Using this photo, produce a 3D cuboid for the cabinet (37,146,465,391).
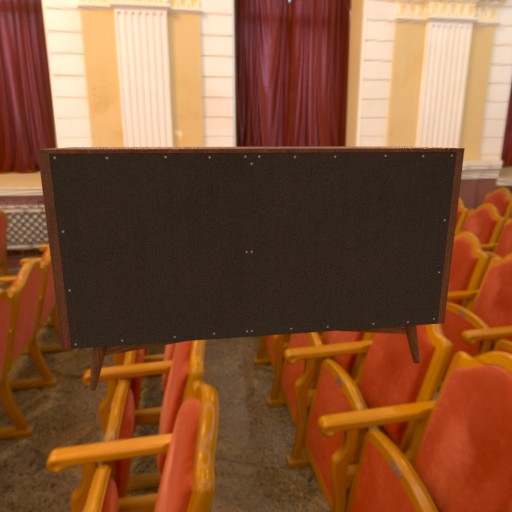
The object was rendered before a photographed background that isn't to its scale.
[{"bbox_3d":[0.000,0.000,1.977,1.575,0.940,0.505,-2,15,-9],"label":"cabinet"}]
